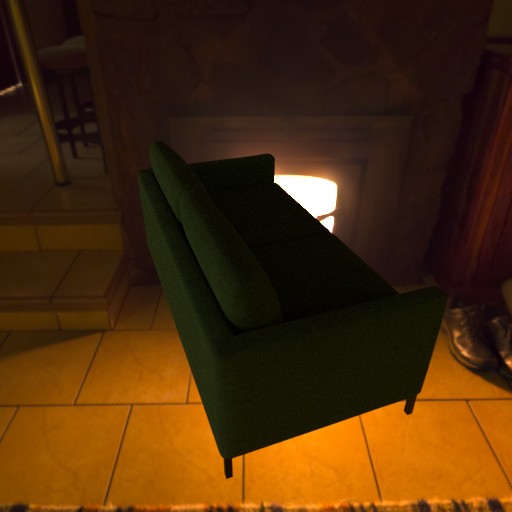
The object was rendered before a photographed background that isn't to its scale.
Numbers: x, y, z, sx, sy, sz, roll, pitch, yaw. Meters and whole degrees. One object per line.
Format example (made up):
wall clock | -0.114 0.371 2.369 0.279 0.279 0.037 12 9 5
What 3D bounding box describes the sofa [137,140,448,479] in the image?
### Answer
sofa | 0.000 0.000 2.180 0.875 0.817 1.676 -11 33 -18
